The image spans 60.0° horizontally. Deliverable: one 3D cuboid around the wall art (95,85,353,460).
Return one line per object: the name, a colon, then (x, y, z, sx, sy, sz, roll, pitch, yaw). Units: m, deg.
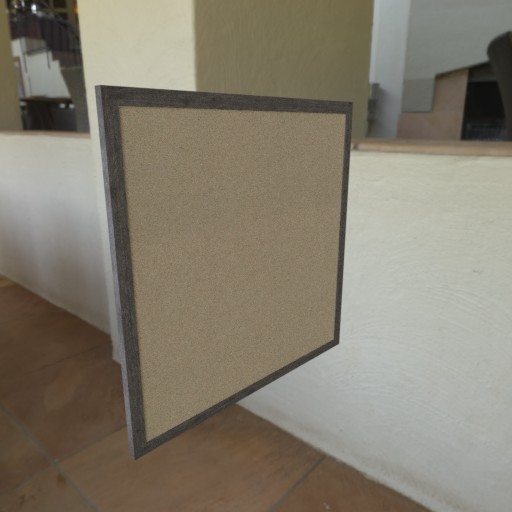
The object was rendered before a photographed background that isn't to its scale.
wall art: (0.000, 0.000, 0.671, 0.457, 0.457, 0.013, -16, 22, -43)
